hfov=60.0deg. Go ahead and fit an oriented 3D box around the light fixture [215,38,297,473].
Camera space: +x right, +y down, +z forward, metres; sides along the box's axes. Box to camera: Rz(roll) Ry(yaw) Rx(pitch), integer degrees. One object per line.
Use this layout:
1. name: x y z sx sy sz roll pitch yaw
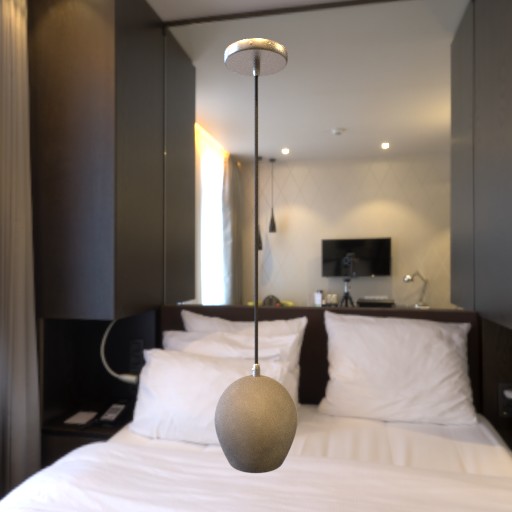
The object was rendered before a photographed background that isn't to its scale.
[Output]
1. light fixture: 0.000 0.000 0.828 0.153 0.760 0.153 0 -1 -19
